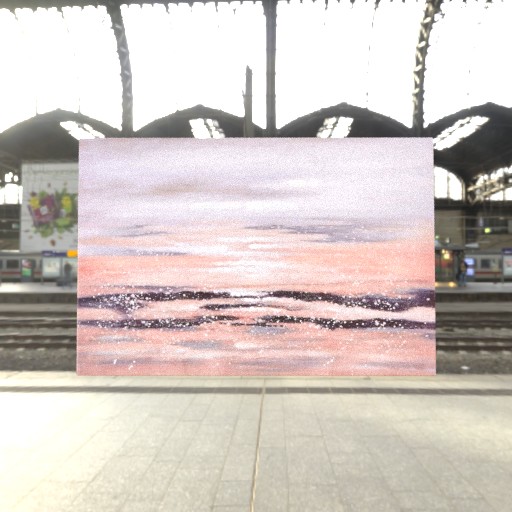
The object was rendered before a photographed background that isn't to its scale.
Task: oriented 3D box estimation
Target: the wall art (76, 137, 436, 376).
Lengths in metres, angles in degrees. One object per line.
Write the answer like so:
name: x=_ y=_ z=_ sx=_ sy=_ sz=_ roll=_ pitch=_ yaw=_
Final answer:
wall art: x=0.000 y=0.000 z=1.150 sx=0.913 sy=0.609 sz=0.038 roll=0 pitch=-2 yaw=0
